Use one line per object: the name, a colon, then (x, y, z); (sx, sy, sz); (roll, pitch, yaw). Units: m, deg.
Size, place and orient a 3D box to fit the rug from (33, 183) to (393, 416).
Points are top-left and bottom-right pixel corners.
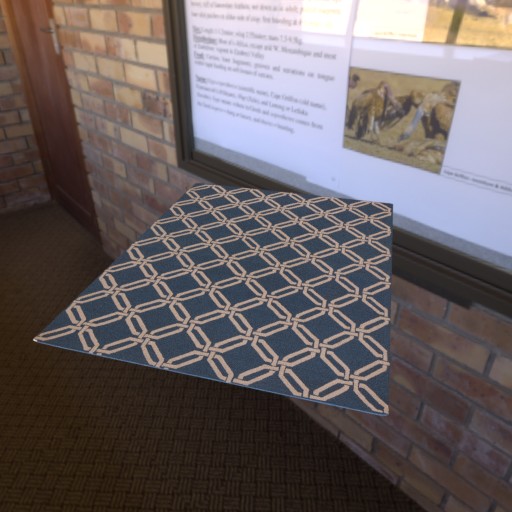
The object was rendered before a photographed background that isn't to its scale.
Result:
rug: (0.000, 0.000, 3.836); (2.277, 0.020, 2.867); (8, 32, 13)
